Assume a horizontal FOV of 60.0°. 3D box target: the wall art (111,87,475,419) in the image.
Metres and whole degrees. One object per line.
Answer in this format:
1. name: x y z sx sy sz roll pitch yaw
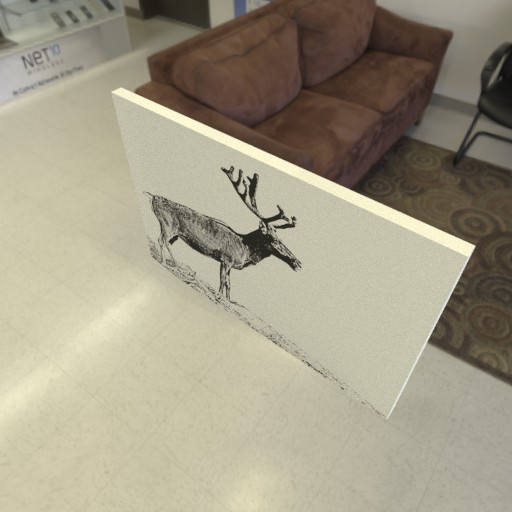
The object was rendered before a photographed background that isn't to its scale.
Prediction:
1. wall art: 0.000 0.000 1.142 0.906 0.617 0.033 30 53 26
